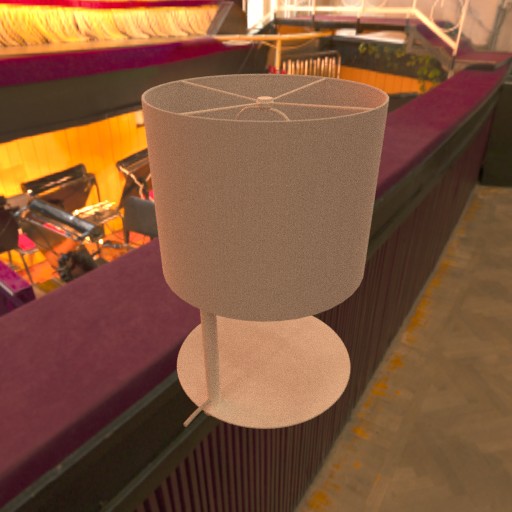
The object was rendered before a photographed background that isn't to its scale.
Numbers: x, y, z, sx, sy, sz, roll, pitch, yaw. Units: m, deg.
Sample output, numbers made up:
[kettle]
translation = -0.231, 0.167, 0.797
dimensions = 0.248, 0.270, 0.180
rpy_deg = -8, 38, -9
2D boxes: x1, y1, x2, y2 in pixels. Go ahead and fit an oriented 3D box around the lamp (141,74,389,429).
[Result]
[lamp]
translation = 0.000, 0.000, 0.652
dimensions = 0.299, 0.454, 0.341
rpy_deg = 22, 37, 32
